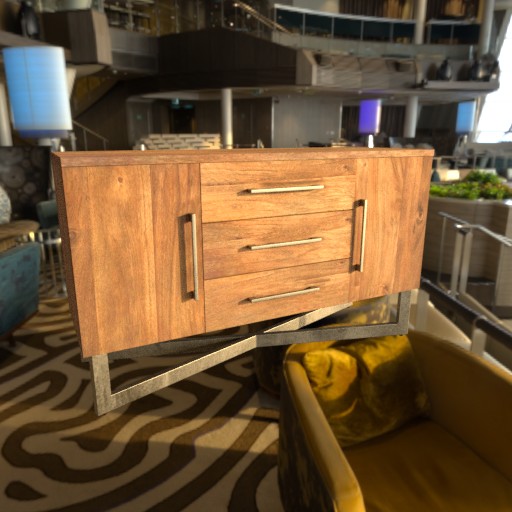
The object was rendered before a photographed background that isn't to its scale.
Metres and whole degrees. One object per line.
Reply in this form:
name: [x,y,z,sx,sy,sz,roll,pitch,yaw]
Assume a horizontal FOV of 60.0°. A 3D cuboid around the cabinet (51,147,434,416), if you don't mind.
cabinet: [0.000,0.000,1.755,1.373,0.812,0.480,-8,17,-26]
